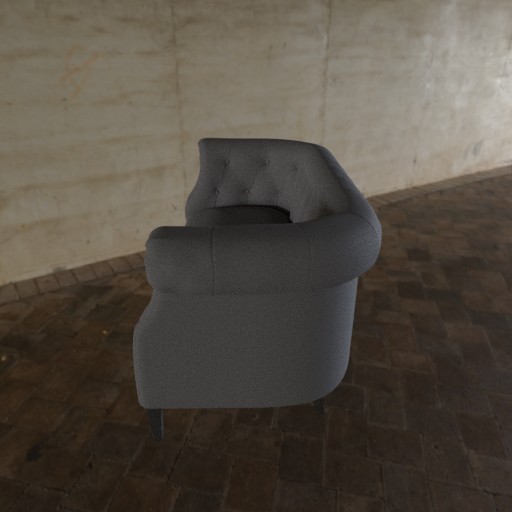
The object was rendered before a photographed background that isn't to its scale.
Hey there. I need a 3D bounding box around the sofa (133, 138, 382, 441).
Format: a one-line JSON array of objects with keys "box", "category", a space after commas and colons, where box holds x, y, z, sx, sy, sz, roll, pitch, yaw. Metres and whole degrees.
[{"box": [0.000, 0.000, 2.050, 0.835, 0.827, 1.558, 0, 26, -1], "category": "sofa"}]
